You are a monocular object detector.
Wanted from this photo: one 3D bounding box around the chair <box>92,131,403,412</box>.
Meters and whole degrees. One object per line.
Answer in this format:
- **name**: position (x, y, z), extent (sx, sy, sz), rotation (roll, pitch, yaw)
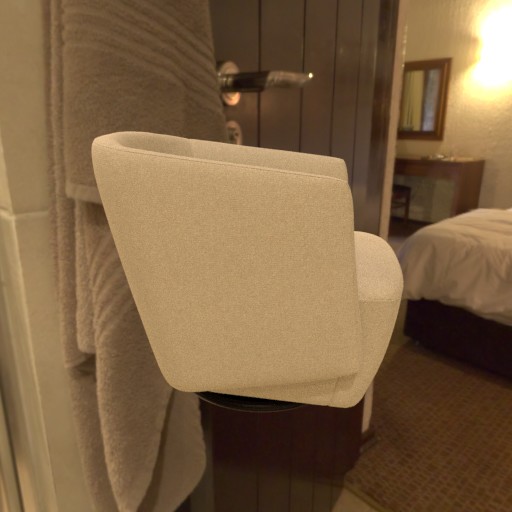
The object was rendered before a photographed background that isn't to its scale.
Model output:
- **chair**: position (0.000, 0.000, 1.597), extent (0.986, 0.861, 0.822), rotation (3, 17, 10)
